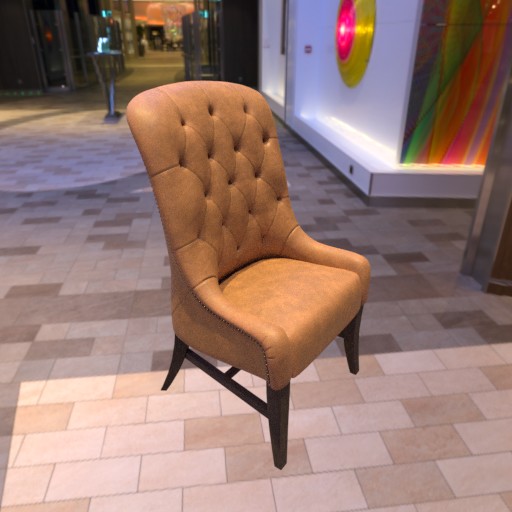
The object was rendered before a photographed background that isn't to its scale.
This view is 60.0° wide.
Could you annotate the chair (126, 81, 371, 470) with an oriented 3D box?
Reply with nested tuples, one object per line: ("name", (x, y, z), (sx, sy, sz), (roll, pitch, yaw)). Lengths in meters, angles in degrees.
("chair", (0.000, 0.000, 1.521), (0.629, 1.091, 0.634), (18, 32, 32))
